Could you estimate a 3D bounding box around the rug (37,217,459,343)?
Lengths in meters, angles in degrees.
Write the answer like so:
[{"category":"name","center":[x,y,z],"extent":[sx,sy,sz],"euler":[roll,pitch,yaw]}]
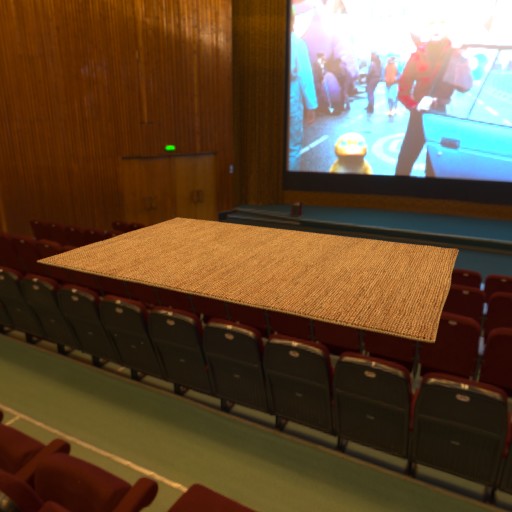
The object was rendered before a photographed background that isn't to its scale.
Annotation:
[{"category":"rug","center":[0.000,0.000,3.005],"extent":[2.438,0.034,1.521],"euler":[8,19,26]}]
